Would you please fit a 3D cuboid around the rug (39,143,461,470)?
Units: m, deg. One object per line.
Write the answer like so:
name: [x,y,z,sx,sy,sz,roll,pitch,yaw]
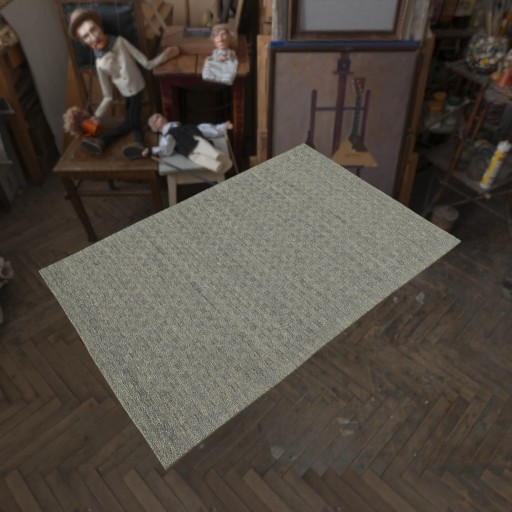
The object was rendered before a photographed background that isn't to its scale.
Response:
rug: [0.000,0.000,2.876,2.297,0.018,1.532,-31,54,-26]
